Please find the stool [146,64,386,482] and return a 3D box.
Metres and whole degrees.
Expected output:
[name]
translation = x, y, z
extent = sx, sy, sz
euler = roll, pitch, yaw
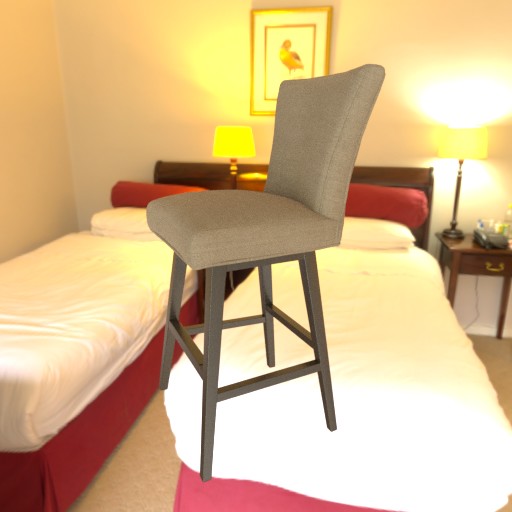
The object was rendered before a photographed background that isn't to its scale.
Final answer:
[stool]
translation = 0.000, 0.000, 1.389
extent = 0.574, 1.086, 0.514
euler = -7, 18, -24
